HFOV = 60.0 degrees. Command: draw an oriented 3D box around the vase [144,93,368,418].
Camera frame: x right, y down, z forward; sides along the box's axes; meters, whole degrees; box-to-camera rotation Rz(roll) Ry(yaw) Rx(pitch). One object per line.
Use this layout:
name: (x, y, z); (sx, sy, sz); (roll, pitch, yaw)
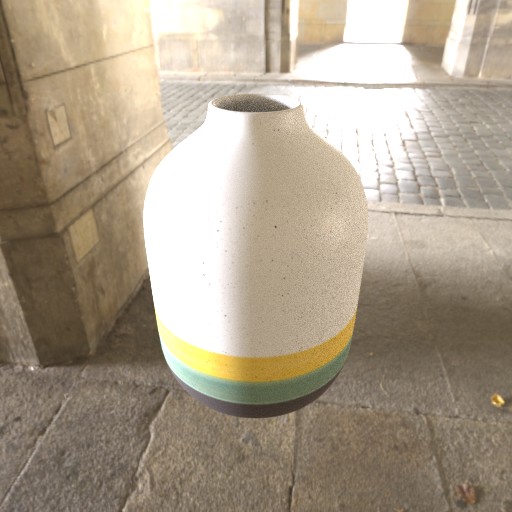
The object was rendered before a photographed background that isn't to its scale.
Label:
vase: (0.000, 0.000, 0.359); (0.169, 0.240, 0.169); (0, 31, 0)
